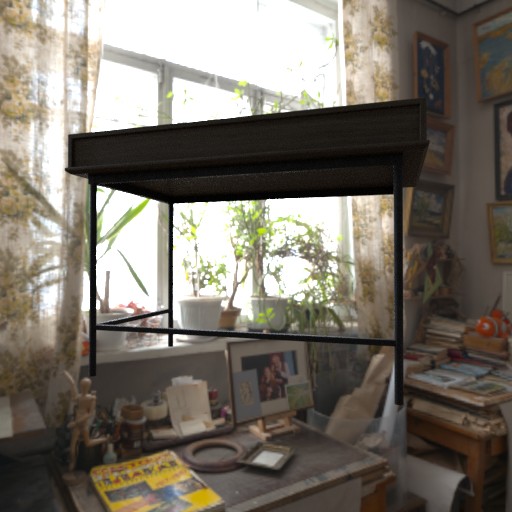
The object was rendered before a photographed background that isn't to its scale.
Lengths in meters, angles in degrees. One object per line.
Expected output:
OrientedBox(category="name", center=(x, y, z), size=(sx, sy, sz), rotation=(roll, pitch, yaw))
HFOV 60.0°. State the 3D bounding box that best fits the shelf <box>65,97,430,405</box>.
OrientedBox(category="shelf", center=(0.000, 0.000, 1.719), size=(1.212, 0.865, 0.685), rotation=(0, -1, 17))
